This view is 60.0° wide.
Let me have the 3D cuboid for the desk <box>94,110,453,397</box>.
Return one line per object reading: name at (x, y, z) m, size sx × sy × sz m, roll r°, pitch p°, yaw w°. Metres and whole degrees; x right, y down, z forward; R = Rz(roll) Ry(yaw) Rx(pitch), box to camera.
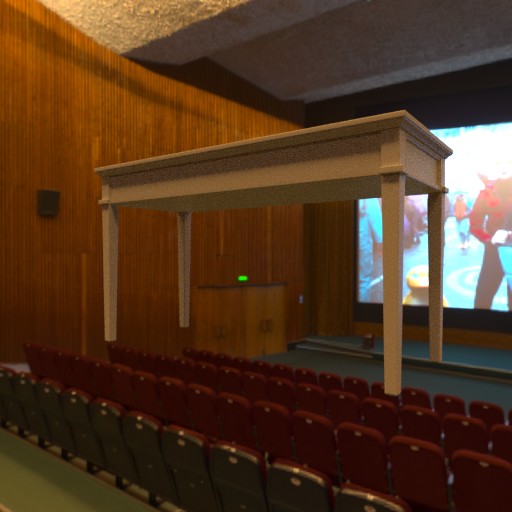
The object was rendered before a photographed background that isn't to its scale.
desk at (0.000, 0.000, 1.794) m, size 1.372 × 0.774 × 0.559 m, roll 0°, pitch 0°, yaw 36°
